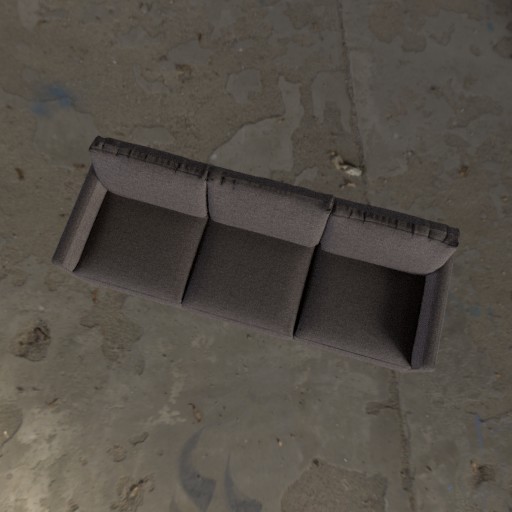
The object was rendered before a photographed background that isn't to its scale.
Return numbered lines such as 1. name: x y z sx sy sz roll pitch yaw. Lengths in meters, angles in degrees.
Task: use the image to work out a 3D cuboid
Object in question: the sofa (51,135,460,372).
1. sofa: 0.000 0.000 2.731 2.253 0.882 0.876 15 75 4
